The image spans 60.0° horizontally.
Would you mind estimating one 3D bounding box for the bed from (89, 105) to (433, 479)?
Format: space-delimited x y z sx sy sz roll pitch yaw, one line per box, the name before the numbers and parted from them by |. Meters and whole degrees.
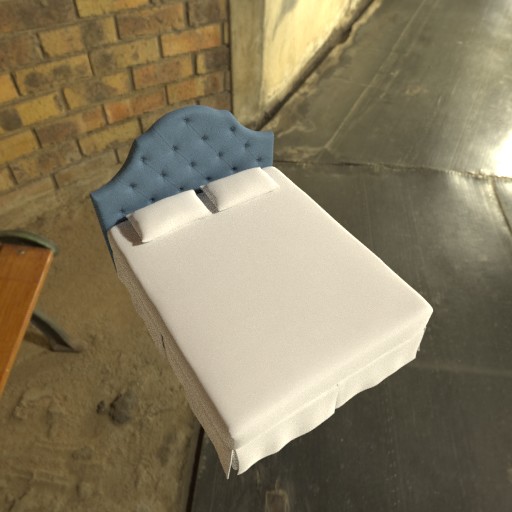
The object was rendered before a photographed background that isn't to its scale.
bed | 0.000 0.000 3.797 2.039 1.617 2.477 -25 52 -22
